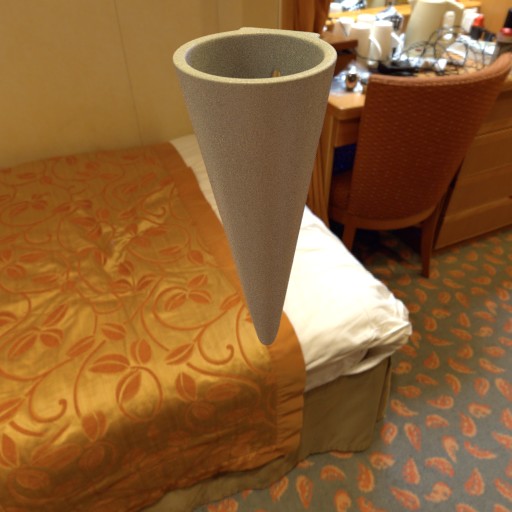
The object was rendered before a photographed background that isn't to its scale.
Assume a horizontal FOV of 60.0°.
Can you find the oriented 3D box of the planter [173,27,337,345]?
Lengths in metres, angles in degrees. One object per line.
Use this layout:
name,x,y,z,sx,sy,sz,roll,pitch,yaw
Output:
planter,0.000,0.000,0.220,0.057,0.191,0.064,12,42,14
